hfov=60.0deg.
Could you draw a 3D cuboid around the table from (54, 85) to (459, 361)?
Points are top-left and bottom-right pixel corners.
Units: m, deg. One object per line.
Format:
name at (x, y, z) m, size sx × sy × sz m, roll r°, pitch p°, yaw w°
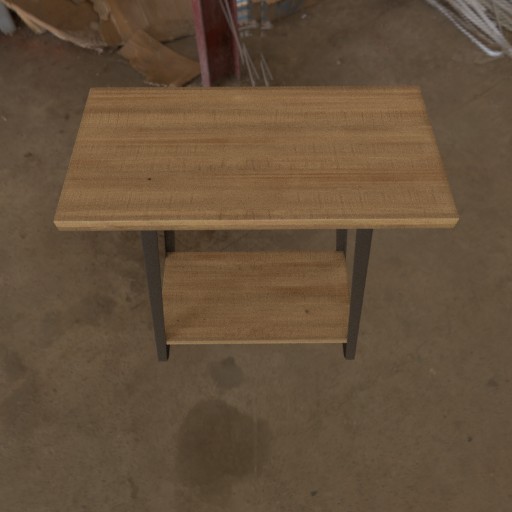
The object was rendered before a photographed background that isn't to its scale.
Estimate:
table at (0.000, 0.000, 1.030) m, size 0.599 × 0.701 × 0.300 m, roll 0°, pitch 59°, yaw 0°
